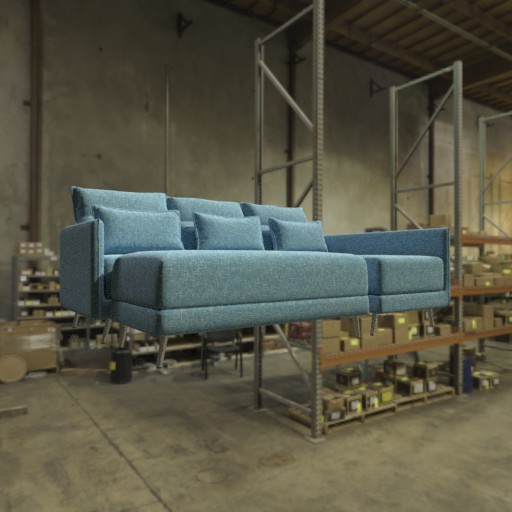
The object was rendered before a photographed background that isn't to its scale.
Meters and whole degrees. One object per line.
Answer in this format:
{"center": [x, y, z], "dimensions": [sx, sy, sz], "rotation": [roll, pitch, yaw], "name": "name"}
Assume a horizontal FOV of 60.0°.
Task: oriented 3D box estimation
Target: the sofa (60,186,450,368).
{"center": [0.000, 0.000, 2.794], "dimensions": [2.034, 0.899, 1.420], "rotation": [0, 0, -35], "name": "sofa"}
